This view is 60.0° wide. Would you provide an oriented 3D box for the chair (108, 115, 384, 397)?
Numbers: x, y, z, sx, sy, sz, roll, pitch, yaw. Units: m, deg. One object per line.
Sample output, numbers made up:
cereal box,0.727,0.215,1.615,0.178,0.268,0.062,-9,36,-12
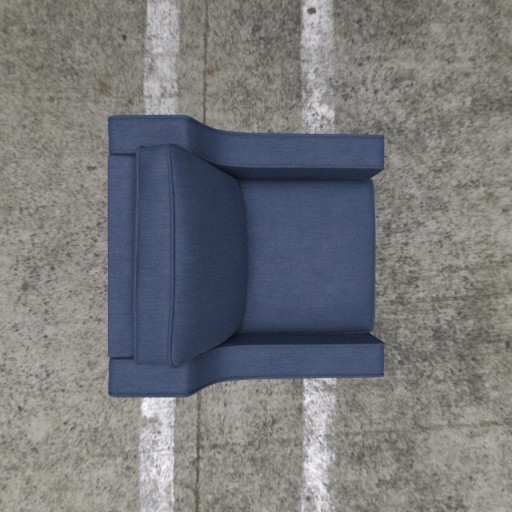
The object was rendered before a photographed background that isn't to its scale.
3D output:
chair,0.000,0.000,1.659,0.909,0.960,0.831,0,90,-2
